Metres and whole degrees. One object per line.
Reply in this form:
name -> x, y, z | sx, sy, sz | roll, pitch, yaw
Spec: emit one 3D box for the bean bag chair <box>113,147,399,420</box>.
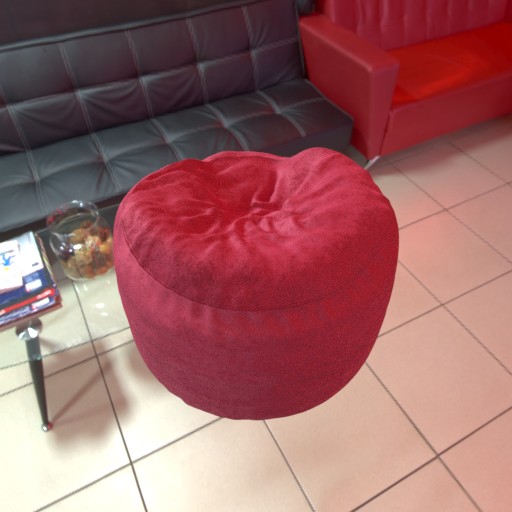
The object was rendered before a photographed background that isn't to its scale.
bean bag chair -> 0.000, 0.000, 1.971 | 1.218, 0.788, 1.218 | 0, 48, 0
